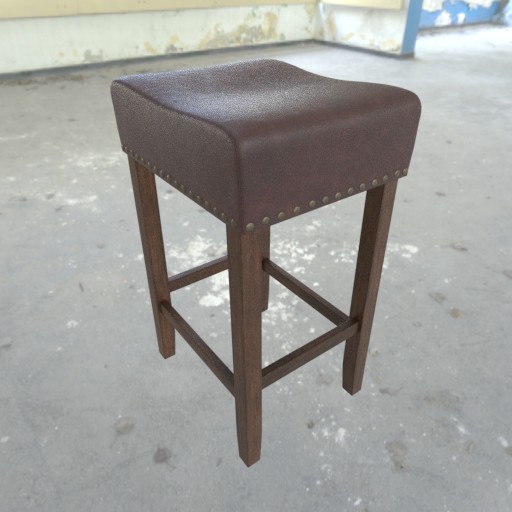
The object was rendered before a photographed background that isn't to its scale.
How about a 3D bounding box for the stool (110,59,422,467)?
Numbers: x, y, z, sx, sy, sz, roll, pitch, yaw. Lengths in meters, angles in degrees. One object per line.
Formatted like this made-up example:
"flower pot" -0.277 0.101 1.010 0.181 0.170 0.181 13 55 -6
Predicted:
"stool" 0.000 0.000 1.030 0.401 0.769 0.465 -22 39 -30
